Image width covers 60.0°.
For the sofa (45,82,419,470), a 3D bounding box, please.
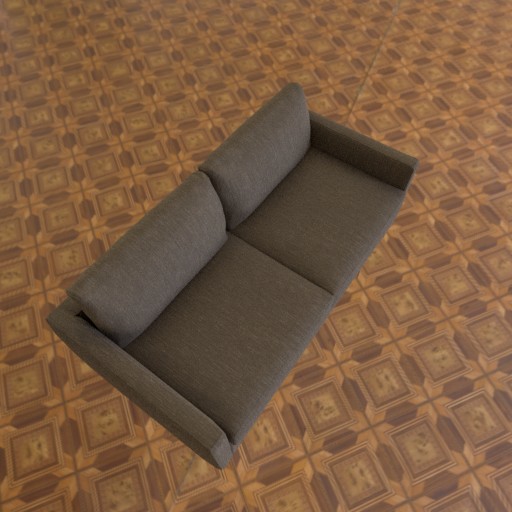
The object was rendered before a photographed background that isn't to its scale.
[{"bbox_3d":[0.000,0.000,2.128,0.875,0.840,1.682,31,63,18],"label":"sofa"}]
